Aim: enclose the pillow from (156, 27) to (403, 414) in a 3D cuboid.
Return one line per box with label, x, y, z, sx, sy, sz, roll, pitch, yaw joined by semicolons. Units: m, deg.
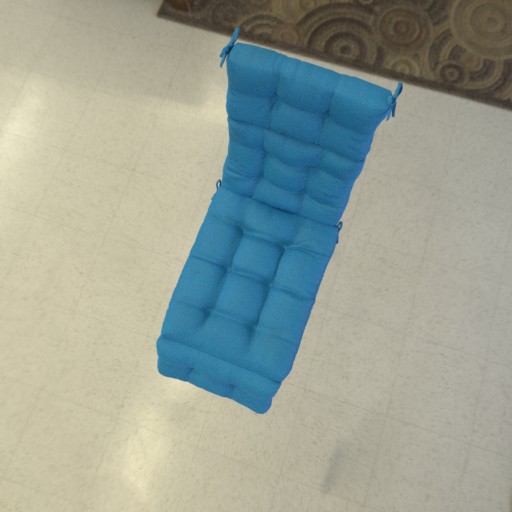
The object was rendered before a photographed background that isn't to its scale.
pillow;0.000;0.000;1.505;0.526;0.863;1.016;20;77;5
